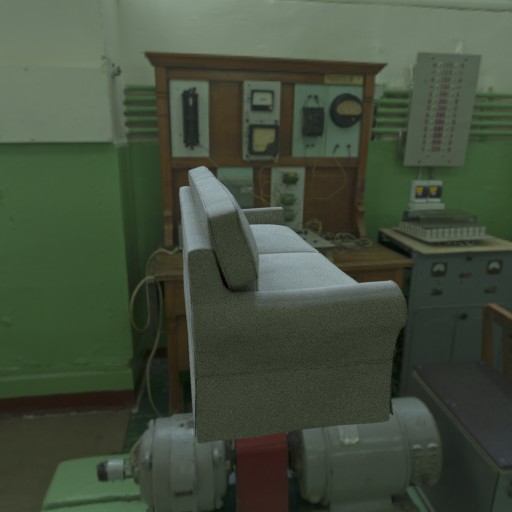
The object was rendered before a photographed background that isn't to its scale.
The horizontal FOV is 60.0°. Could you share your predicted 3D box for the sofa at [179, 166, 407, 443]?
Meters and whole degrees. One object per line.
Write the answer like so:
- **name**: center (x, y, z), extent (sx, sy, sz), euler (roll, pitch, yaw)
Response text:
- **sofa**: center (0.000, 0.000, 2.781), extent (0.900, 1.014, 2.246), euler (-3, 16, -10)
